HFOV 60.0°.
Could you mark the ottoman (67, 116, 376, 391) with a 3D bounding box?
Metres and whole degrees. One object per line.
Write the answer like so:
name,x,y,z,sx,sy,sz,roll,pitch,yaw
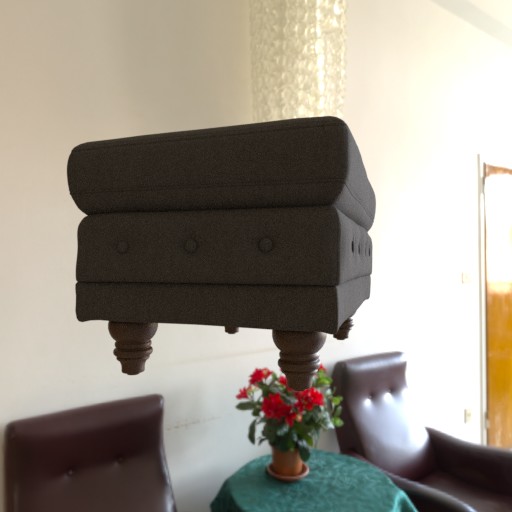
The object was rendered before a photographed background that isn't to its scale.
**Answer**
ottoman,0.000,0.000,1.141,0.569,0.500,0.771,0,-1,19
